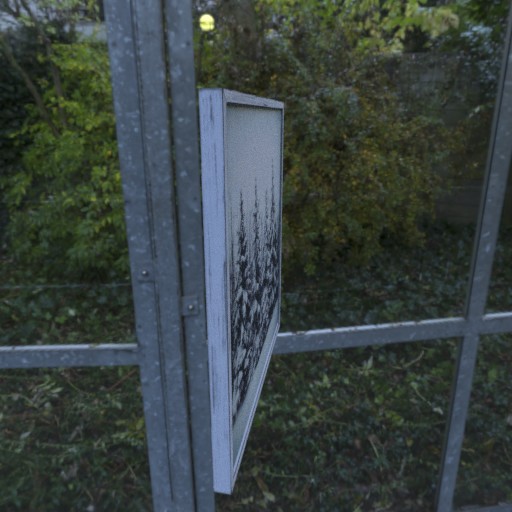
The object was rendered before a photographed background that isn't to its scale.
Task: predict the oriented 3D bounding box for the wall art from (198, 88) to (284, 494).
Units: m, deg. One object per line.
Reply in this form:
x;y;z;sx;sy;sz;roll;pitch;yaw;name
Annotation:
0.000;0.000;1.129;0.037;0.761;0.761;3;18;10;wall art
